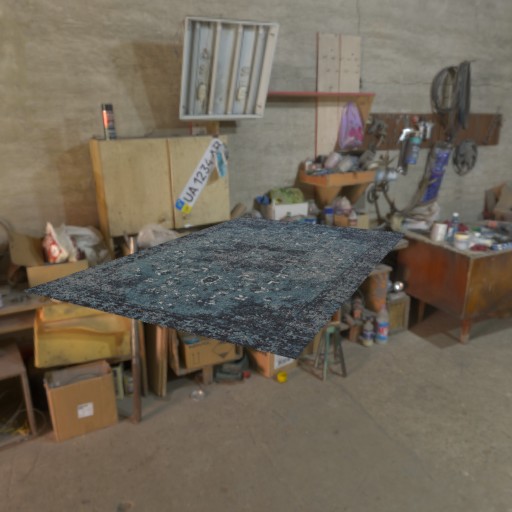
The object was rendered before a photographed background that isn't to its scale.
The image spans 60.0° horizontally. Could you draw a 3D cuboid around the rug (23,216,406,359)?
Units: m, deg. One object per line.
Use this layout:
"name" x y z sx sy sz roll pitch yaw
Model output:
"rug" 0.000 0.000 2.338 1.219 0.005 1.828 8 18 26
